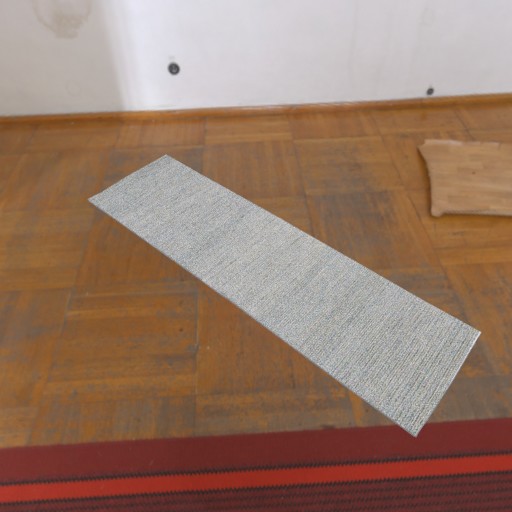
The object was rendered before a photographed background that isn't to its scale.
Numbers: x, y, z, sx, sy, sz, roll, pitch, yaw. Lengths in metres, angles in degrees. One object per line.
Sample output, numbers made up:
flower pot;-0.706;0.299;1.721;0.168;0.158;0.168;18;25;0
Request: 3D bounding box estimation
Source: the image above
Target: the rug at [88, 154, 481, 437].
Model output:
rug;0.000;0.000;2.515;2.341;0.037;0.675;32;54;27
